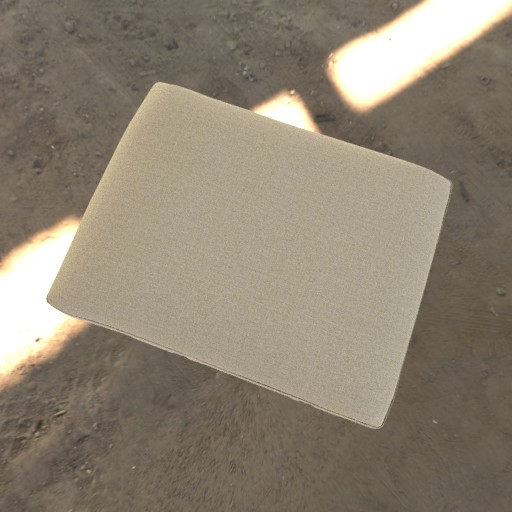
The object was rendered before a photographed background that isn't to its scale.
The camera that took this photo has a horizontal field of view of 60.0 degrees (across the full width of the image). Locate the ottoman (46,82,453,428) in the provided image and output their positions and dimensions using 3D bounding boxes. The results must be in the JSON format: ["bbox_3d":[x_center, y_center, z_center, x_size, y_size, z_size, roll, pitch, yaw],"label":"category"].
[{"bbox_3d":[0.000,0.000,1.016,0.684,0.463,0.541,20,77,5],"label":"ottoman"}]
